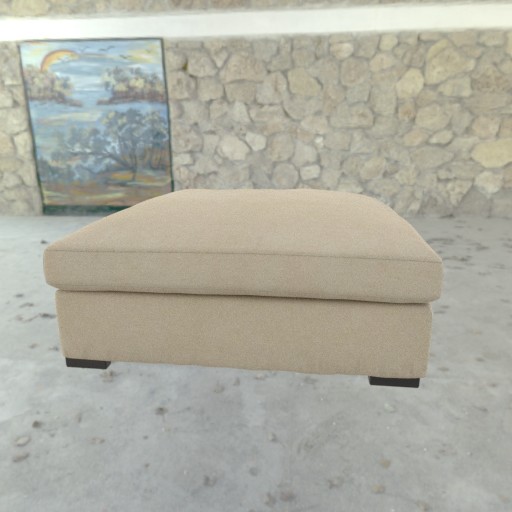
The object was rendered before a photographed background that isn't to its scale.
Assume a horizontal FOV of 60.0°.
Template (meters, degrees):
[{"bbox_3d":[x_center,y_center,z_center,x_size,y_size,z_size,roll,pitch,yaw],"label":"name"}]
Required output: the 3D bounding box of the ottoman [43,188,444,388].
[{"bbox_3d":[0.000,0.000,1.880,1.205,0.522,1.190,2,15,6],"label":"ottoman"}]
